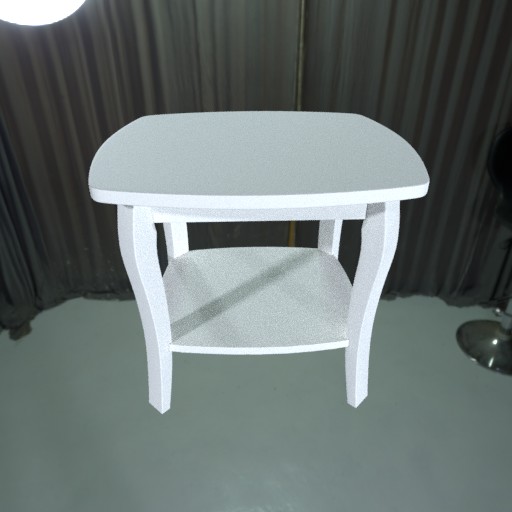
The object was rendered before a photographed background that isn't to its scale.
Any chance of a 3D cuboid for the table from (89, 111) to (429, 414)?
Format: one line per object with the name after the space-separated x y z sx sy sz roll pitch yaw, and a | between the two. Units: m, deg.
0.000 0.000 0.844 0.502 0.438 0.451 -1 31 -2 | table
